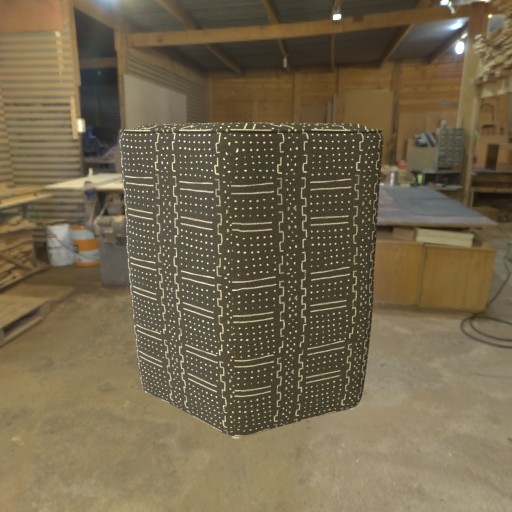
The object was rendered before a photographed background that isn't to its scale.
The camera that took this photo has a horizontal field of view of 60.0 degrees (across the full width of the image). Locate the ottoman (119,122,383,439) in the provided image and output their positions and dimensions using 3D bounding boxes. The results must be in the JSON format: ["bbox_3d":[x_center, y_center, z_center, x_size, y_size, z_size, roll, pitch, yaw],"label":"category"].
[{"bbox_3d":[0.000,0.000,0.885,0.443,0.502,0.494,2,15,8],"label":"ottoman"}]
